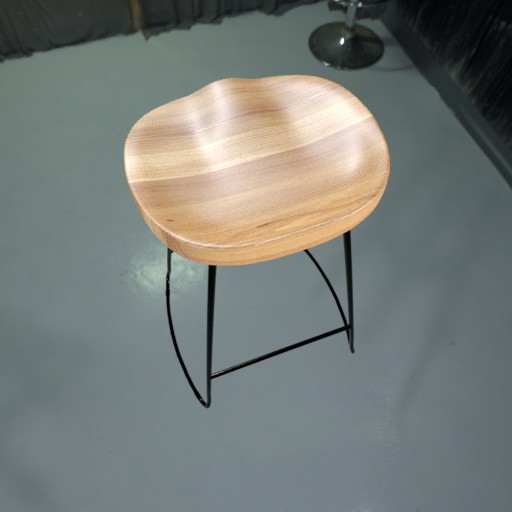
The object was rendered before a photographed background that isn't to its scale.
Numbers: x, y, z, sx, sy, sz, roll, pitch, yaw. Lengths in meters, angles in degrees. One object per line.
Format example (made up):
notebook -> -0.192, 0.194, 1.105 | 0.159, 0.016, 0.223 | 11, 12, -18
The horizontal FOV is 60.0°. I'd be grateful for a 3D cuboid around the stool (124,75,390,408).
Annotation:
stool -> 0.000, 0.000, 0.958 | 0.480, 0.679, 0.401 | -18, 62, -10
